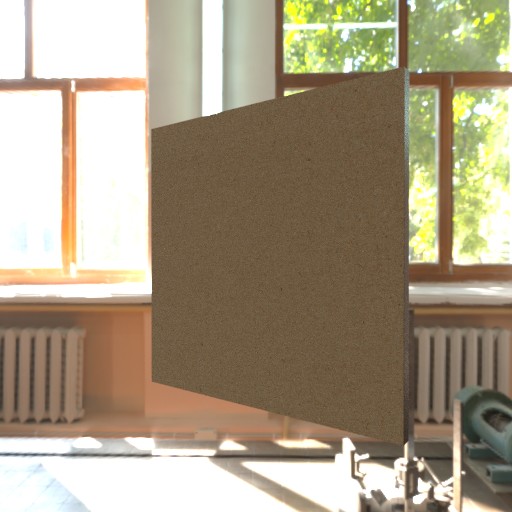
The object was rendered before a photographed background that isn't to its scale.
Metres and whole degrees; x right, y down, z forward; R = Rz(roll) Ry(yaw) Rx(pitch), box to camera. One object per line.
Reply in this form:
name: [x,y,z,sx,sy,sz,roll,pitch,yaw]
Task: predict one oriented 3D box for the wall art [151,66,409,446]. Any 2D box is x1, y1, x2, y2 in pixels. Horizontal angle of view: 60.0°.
wall art: [0.000,0.000,1.145,0.773,0.775,0.031,0,0,36]
